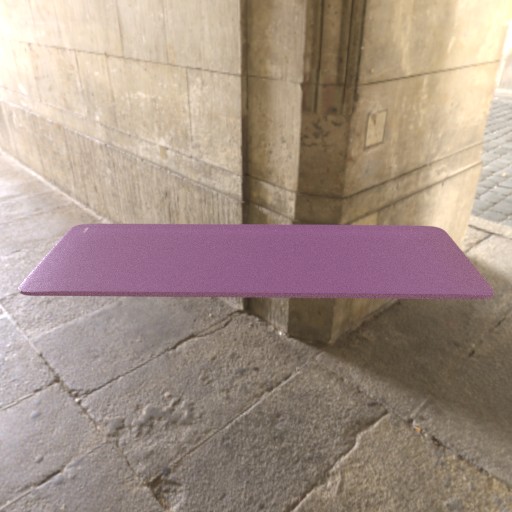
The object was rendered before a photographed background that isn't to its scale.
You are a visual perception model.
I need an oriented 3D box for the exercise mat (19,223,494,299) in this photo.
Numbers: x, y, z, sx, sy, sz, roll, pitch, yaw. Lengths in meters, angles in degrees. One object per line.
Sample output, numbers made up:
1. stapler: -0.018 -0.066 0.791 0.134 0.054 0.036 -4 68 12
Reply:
1. exercise mat: 0.000 0.000 1.971 1.869 0.021 0.616 0 30 1
